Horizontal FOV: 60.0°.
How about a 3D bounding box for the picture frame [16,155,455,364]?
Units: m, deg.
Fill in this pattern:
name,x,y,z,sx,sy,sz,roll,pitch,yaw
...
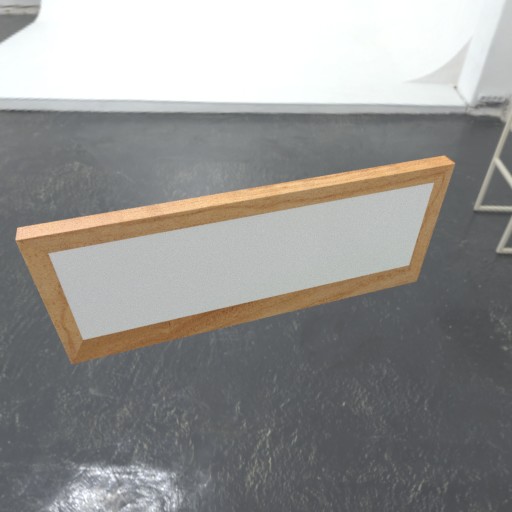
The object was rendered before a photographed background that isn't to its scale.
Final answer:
name,x,y,z,sx,sy,sz,roll,pitch,yaw
picture frame,0.000,0.000,0.658,0.582,0.234,0.045,-12,42,-13
